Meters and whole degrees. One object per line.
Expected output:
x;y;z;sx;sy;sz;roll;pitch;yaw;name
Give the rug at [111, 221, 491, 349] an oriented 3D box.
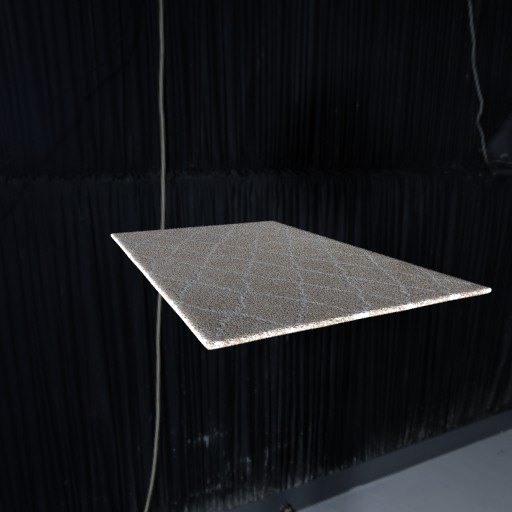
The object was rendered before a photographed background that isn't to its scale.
0.000;0.000;3.437;1.778;0.030;2.743;-7;15;-25;rug
